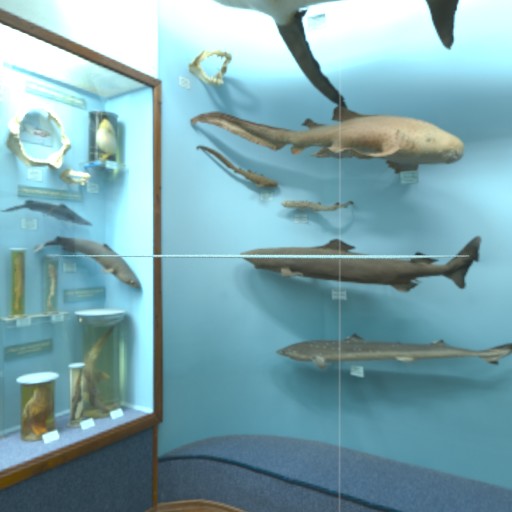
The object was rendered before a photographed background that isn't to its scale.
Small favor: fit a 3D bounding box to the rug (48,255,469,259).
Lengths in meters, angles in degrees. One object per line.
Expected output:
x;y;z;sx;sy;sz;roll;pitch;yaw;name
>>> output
0.000;0.000;3.687;2.895;0.006;1.982;0;1;36;rug
